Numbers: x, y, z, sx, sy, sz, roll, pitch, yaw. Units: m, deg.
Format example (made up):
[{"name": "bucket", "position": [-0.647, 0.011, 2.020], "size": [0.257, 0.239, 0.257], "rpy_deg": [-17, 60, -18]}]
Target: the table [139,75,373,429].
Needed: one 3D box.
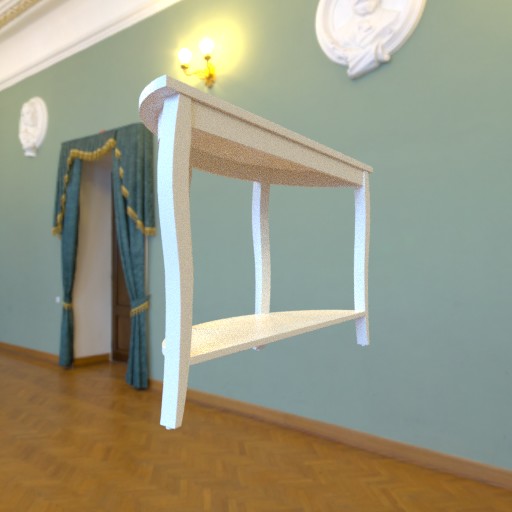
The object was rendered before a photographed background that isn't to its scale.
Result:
[{"name": "table", "position": [0.000, 0.000, 1.565], "size": [0.394, 0.780, 1.219], "rpy_deg": [0, 0, 35]}]
